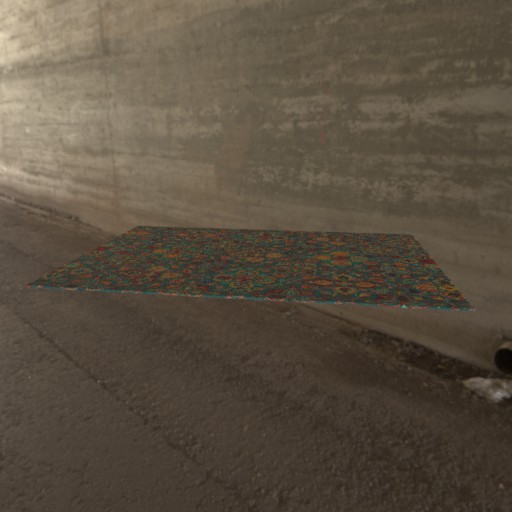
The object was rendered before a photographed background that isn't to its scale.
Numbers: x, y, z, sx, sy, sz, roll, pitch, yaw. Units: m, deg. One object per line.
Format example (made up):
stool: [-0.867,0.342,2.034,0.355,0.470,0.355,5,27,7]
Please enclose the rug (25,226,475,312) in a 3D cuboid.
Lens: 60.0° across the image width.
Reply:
rug: [0.000,0.000,2.943,2.290,0.016,1.527,2,16,8]
